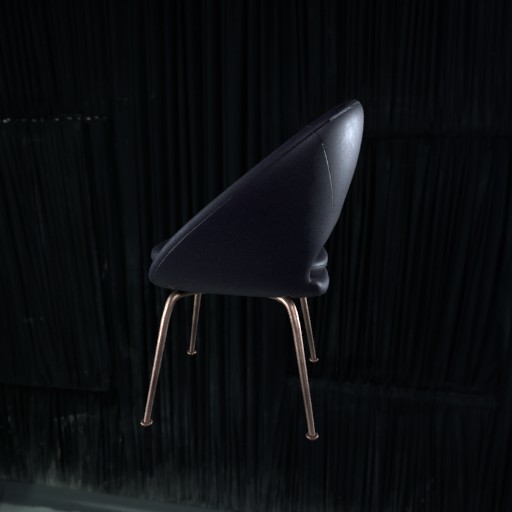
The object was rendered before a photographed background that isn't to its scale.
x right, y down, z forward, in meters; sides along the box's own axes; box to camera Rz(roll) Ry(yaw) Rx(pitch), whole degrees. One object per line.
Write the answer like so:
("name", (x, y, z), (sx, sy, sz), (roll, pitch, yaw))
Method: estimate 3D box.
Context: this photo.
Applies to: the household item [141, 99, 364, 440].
("household item", (0.000, 0.000, 1.299), (0.573, 0.852, 0.623), (2, 13, 8))
